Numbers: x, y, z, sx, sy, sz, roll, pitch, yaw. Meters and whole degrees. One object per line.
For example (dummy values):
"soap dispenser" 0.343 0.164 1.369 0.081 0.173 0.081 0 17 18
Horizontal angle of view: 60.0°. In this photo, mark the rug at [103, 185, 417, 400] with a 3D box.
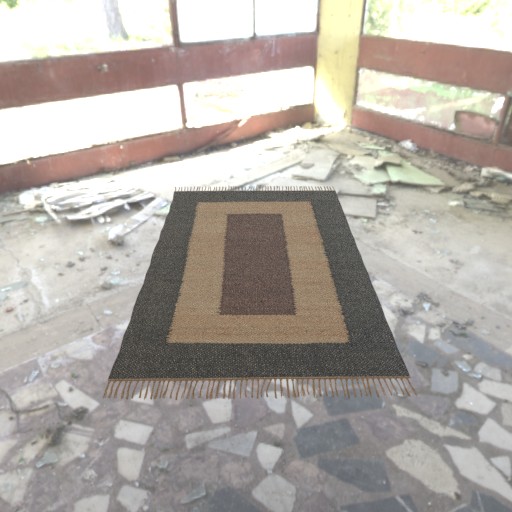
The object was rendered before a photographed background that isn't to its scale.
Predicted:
"rug" 0.000 0.000 1.920 0.920 0.013 1.541 0 32 -1
